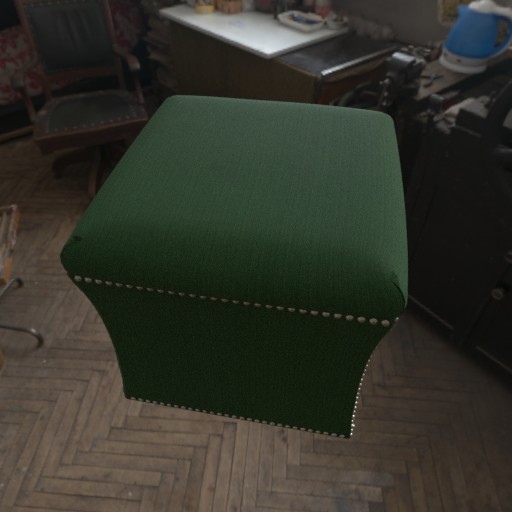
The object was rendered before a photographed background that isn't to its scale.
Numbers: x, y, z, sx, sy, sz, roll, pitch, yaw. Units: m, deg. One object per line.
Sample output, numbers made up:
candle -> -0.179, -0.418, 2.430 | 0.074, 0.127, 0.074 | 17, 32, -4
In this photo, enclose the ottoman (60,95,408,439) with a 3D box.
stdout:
ottoman -> 0.000, 0.000, 0.893 | 0.497, 0.475, 0.507 | 8, 45, 7
